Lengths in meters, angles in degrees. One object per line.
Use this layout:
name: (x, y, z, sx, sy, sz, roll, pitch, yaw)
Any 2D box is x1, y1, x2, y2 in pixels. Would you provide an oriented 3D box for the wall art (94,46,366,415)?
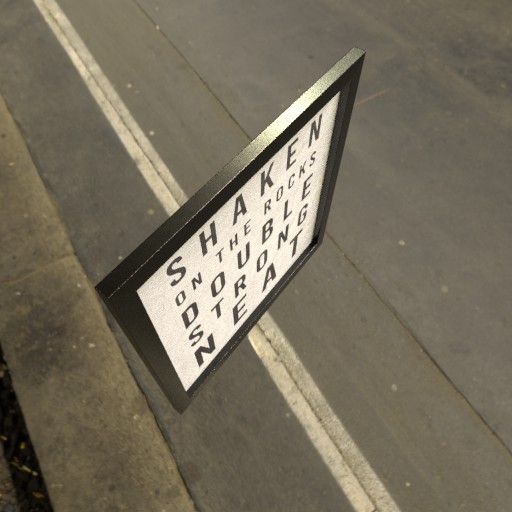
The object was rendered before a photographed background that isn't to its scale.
wall art: (0.000, 0.000, 0.524, 0.014, 0.349, 0.349, 33, 64, 19)
